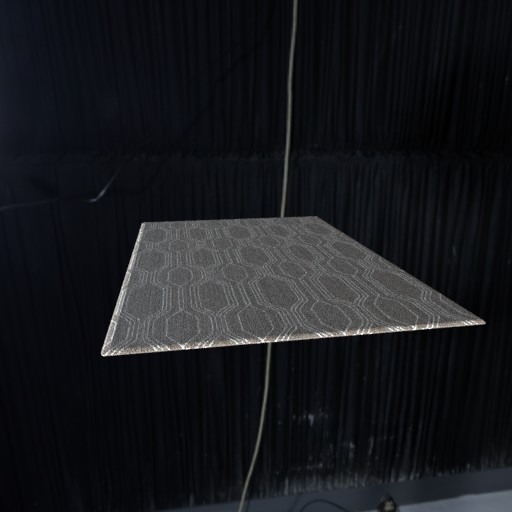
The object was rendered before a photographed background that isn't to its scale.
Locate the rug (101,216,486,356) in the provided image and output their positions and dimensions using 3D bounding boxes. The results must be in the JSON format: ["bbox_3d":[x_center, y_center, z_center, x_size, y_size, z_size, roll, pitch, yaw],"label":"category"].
[{"bbox_3d":[0.000,0.000,2.244,1.239,0.012,1.836,-3,17,-10],"label":"rug"}]
